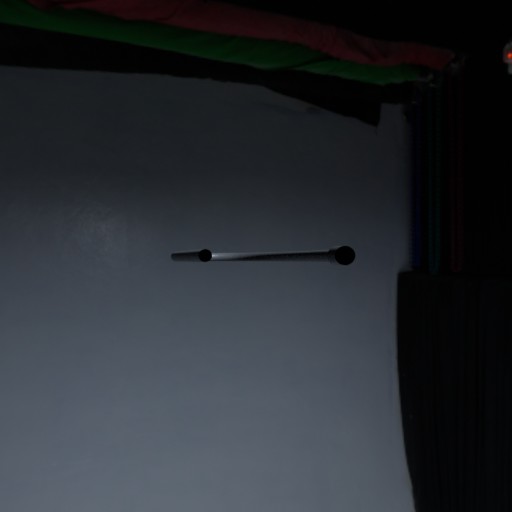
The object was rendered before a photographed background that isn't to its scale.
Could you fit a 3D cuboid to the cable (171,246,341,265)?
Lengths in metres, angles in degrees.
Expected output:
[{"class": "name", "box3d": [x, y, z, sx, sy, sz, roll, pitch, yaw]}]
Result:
[{"class": "cable", "box3d": [0.000, 0.000, 0.112, 0.041, 0.005, 0.098, 0, -1, -19]}]
